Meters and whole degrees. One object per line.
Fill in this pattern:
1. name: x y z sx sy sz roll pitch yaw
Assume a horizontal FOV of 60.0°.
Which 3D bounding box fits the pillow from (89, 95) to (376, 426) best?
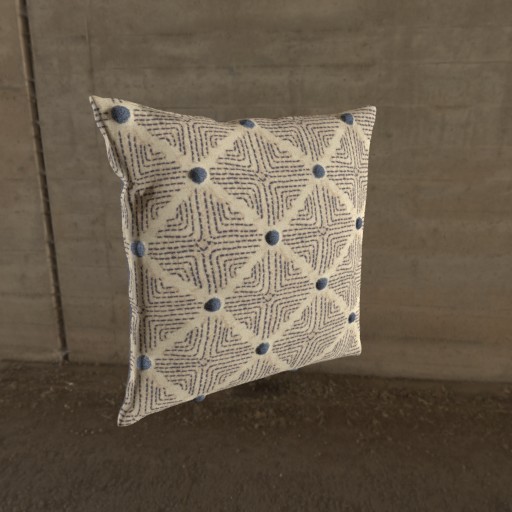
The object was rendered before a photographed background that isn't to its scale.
1. pillow: 0.000 0.000 0.769 0.510 0.510 0.145 -8 18 -27
